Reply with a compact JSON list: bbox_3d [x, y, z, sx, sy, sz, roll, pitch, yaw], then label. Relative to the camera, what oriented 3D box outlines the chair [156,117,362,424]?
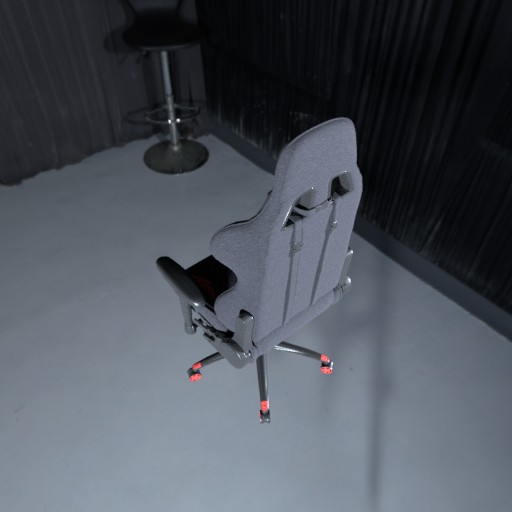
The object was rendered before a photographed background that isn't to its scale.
[{"bbox_3d":[0.000,0.000,1.721,0.695,1.326,0.658,-30,52,-27],"label":"chair"}]
